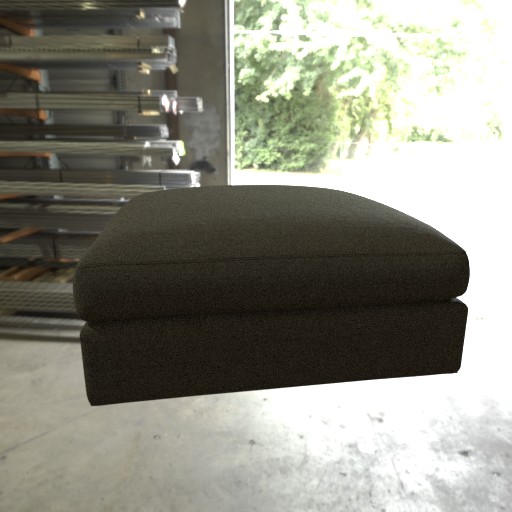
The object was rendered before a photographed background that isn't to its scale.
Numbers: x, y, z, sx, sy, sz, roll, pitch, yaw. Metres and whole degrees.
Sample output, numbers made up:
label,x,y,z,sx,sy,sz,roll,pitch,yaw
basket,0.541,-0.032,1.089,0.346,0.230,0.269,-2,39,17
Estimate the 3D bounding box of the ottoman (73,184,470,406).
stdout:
label,x,y,z,sx,sy,sz,roll,pitch,yaw
ottoman,0.000,0.000,1.603,1.041,0.470,1.041,-2,15,-9
